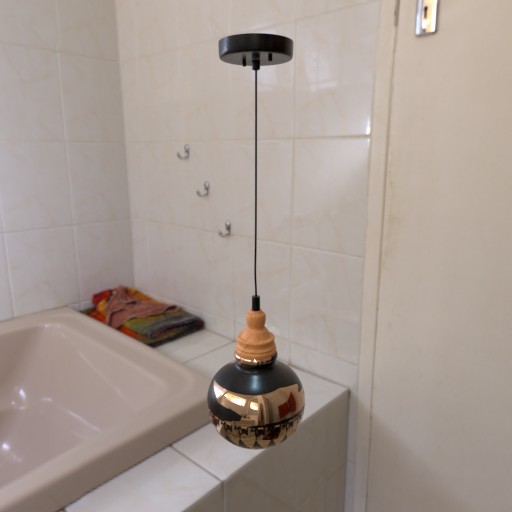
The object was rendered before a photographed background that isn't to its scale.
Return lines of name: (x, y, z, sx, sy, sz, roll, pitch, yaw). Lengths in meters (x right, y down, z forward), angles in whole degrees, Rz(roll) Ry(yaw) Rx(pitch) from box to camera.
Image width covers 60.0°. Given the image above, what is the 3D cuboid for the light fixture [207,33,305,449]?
light fixture: (0.000, 0.000, 1.810, 0.430, 1.606, 0.430, 12, 18, 43)
